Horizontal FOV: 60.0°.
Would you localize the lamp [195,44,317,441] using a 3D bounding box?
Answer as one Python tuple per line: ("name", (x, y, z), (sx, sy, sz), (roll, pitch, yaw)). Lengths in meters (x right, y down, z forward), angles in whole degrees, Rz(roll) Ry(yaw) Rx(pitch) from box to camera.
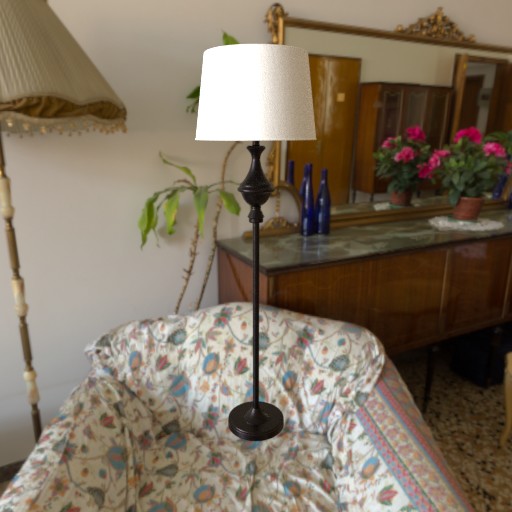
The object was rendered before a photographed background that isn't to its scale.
("lamp", (0.000, 0.000, 1.703), (0.431, 1.484, 0.431), (0, 15, 0))
